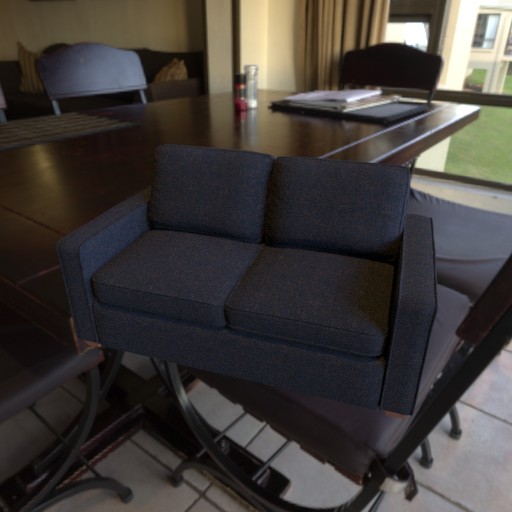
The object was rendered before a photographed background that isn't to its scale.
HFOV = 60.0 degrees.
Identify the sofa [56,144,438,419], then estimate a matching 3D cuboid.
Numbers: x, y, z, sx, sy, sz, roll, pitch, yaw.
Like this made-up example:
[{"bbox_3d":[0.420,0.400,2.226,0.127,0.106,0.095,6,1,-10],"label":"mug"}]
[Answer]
[{"bbox_3d":[0.000,0.000,2.284,1.709,0.918,0.947,9,29,16],"label":"sofa"}]
